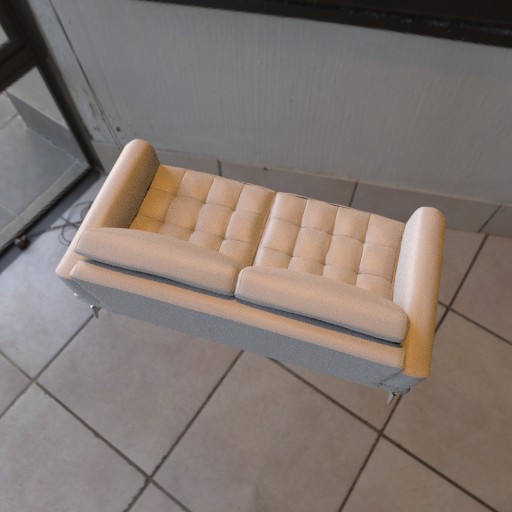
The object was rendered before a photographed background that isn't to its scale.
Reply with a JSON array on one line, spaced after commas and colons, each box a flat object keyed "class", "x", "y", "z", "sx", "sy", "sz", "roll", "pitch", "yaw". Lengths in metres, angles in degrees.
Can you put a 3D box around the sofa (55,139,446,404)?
[{"class": "sofa", "x": 0.000, "y": 0.000, "z": 2.767, "sx": 2.177, "sy": 0.930, "sz": 1.121, "roll": 15, "pitch": 64, "yaw": 7}]
